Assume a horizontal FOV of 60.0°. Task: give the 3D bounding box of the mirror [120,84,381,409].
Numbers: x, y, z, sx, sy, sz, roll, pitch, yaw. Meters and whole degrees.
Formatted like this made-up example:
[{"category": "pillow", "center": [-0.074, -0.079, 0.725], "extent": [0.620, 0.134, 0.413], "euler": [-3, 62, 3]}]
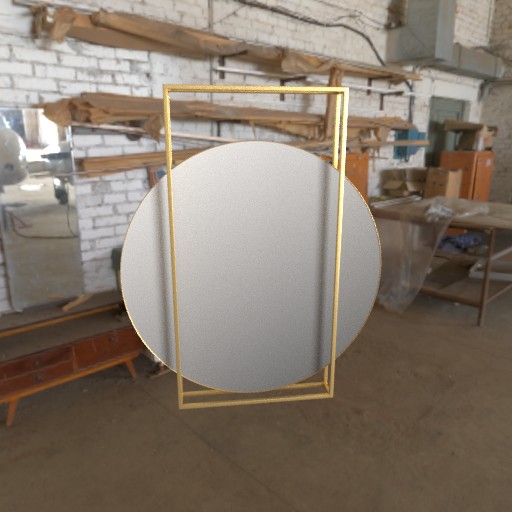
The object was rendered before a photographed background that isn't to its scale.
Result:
[{"category": "mirror", "center": [0.000, 0.000, 0.844], "extent": [0.508, 0.603, 0.051], "euler": [-2, 15, -7]}]
